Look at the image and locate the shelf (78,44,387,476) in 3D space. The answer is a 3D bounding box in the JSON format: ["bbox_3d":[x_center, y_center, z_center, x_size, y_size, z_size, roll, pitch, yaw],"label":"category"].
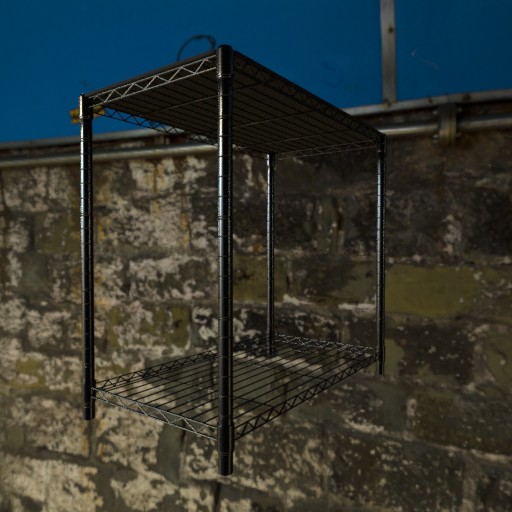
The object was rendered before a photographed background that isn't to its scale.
[{"bbox_3d":[0.000,0.000,0.907,0.338,0.564,0.589,1,2,36],"label":"shelf"}]
